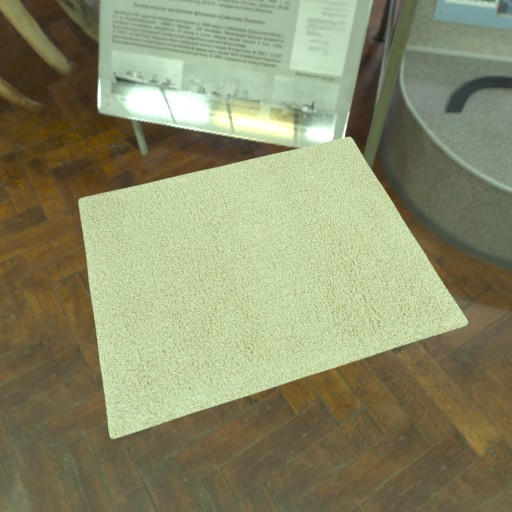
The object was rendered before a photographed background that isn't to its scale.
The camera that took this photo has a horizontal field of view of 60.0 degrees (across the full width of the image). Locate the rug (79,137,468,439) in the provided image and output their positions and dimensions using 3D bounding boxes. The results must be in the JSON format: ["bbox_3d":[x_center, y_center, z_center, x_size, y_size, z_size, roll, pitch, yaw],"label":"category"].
[{"bbox_3d":[0.000,0.000,4.163,3.047,0.029,2.438,-15,58,-10],"label":"rug"}]
